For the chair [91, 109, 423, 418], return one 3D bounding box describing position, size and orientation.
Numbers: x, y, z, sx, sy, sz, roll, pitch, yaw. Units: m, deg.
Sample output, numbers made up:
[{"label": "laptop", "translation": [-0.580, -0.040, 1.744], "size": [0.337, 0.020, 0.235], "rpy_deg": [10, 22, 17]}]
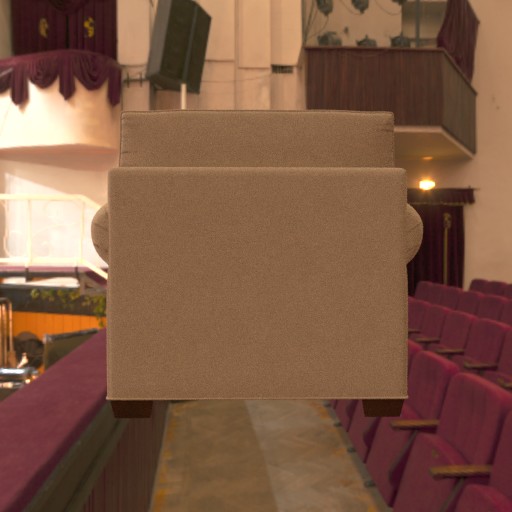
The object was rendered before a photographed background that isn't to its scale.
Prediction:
[{"label": "chair", "translation": [0.000, 0.000, 1.722], "size": [1.040, 0.955, 0.863], "rpy_deg": [0, 1, -1]}]
